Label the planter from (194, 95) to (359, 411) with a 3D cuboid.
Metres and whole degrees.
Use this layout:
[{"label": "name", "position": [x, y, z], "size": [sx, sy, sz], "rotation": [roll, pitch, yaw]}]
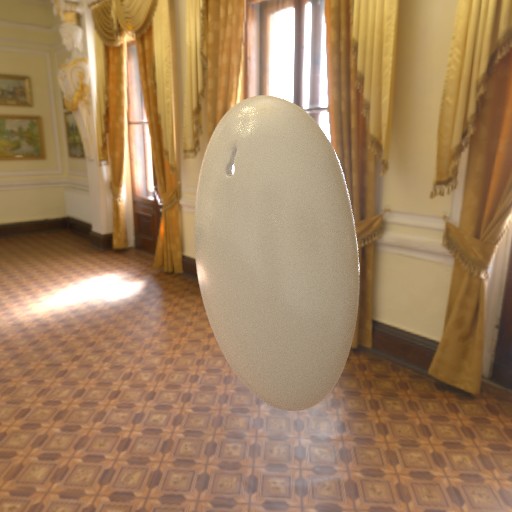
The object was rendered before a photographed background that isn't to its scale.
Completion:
[{"label": "planter", "position": [0.000, 0.000, 0.275], "size": [0.043, 0.188, 0.185], "rotation": [-7, 16, -27]}]
